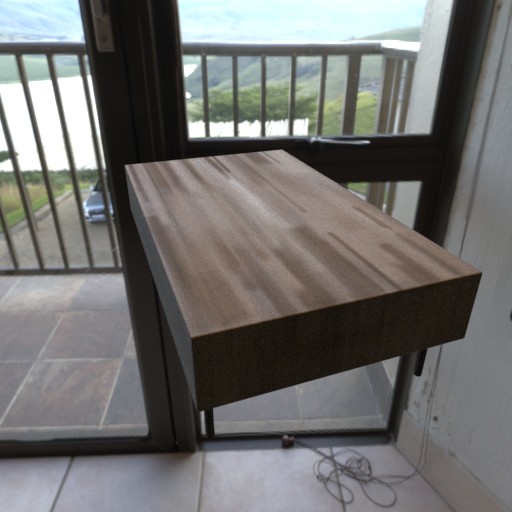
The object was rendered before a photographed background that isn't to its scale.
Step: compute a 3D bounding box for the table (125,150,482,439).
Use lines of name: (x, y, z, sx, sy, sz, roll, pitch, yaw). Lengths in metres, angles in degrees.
table: (0.000, 0.000, 1.386, 0.643, 0.347, 1.088, -10, 30, -18)
